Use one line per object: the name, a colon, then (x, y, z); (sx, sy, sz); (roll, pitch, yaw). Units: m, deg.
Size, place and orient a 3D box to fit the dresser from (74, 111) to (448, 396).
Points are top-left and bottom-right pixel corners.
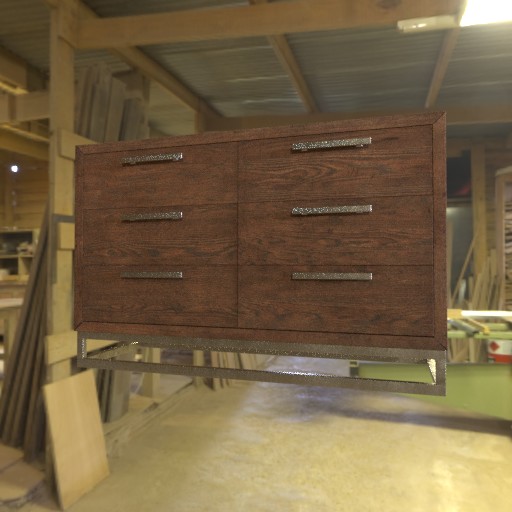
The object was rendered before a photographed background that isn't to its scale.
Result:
dresser: (0.000, 0.000, 2.146); (1.646, 1.061, 0.623); (0, -1, 17)
